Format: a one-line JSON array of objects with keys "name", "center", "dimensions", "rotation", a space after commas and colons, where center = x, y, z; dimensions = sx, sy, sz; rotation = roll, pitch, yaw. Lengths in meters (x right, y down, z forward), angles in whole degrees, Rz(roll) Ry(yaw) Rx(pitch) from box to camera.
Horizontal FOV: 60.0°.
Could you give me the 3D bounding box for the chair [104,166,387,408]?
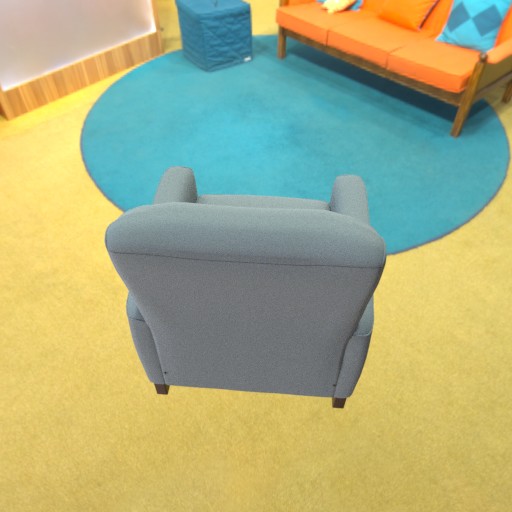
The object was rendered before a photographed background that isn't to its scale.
[{"name": "chair", "center": [0.000, 0.000, 1.659], "dimensions": [0.853, 1.007, 0.846], "rotation": [4, 47, 3]}]
